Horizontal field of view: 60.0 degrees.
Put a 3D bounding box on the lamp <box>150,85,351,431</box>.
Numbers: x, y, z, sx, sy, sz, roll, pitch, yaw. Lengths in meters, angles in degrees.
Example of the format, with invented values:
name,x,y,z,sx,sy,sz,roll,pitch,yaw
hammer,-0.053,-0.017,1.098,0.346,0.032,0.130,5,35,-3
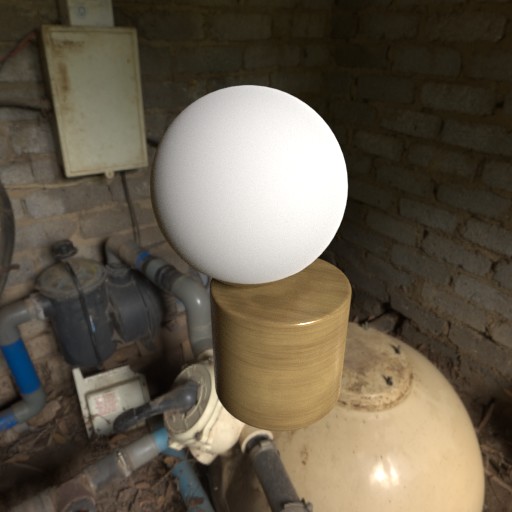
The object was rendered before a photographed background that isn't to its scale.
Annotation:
name,x,y,z,sx,sy,sz,roll,pitch,yaw
lamp,0.000,0.000,0.348,0.152,0.250,0.141,8,28,16
